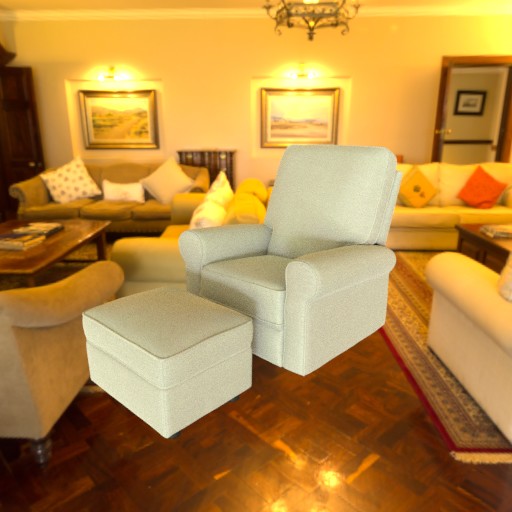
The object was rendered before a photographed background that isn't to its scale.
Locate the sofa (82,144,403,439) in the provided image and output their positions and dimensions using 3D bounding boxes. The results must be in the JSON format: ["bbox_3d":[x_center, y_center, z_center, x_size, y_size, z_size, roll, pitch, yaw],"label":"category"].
[{"bbox_3d":[0.000,0.000,2.051,0.880,0.959,1.478,15,22,41],"label":"sofa"}]
